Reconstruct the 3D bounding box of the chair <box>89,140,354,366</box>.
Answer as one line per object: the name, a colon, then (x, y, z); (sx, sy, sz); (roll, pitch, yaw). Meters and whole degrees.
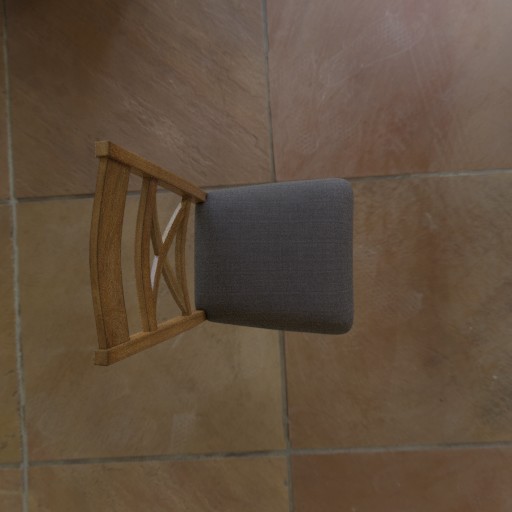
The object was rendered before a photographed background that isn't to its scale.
chair: (0.000, 0.000, 1.264); (0.581, 0.949, 0.470); (0, 89, 2)
